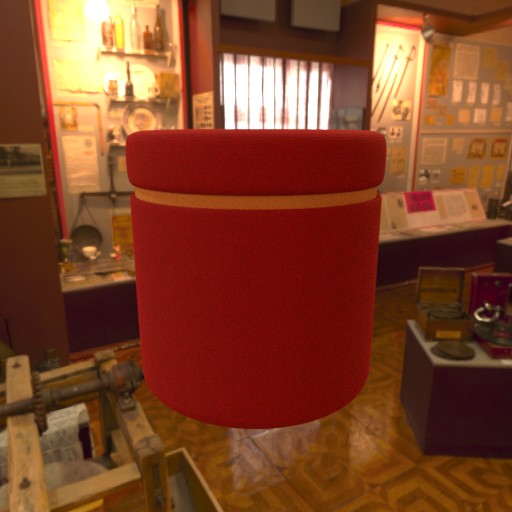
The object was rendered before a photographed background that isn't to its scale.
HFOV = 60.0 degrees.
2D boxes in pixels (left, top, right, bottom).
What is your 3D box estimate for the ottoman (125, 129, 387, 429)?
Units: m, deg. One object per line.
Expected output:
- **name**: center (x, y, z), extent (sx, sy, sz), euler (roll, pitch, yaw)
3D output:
- **ottoman**: center (0.000, 0.000, 0.749), extent (0.400, 0.406, 0.400), euler (0, 15, 0)
